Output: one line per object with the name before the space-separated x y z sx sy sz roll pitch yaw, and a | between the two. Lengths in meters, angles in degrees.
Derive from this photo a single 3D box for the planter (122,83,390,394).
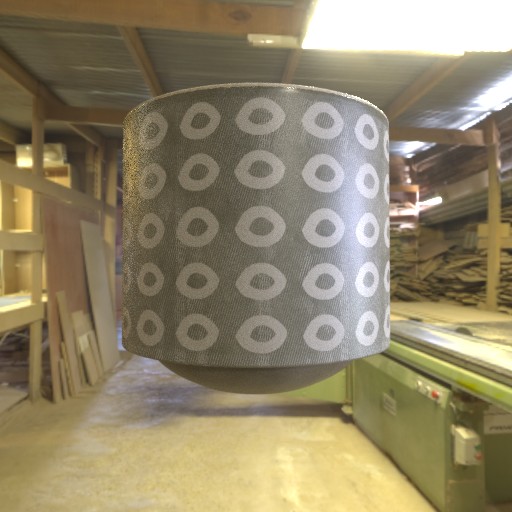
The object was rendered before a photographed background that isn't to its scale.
planter | 0.000 0.000 0.433 0.250 0.239 0.250 0 -1 0
